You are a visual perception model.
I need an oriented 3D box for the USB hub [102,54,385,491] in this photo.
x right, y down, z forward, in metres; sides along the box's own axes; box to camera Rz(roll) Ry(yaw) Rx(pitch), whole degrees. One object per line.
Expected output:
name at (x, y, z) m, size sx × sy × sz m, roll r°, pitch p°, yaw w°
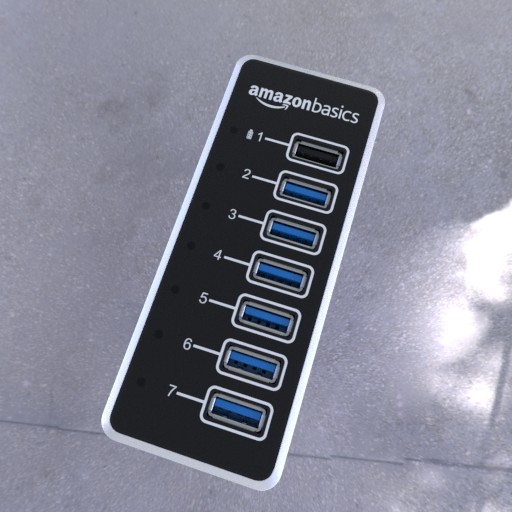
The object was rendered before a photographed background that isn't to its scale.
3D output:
USB hub at (0.000, 0.000, 0.125) m, size 0.044 × 0.023 × 0.110 m, roll 17°, pitch 77°, yaw 4°
